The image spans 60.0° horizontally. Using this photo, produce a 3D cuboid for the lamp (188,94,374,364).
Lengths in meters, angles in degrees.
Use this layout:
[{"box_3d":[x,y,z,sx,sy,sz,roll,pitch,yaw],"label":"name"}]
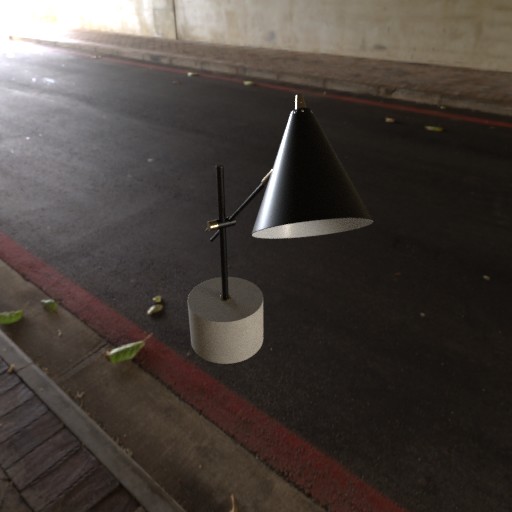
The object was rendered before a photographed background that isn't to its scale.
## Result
[{"box_3d":[0.000,0.000,0.726,0.214,0.518,0.403,-9,32,-15],"label":"lamp"}]
